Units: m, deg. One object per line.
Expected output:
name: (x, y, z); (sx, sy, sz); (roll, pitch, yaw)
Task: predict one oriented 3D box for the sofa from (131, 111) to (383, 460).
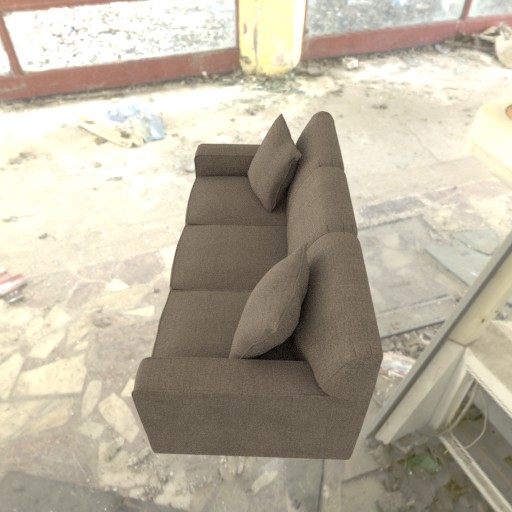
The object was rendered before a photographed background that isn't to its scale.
sofa: (0.000, 0.000, 2.577); (0.997, 0.958, 2.024); (1, 43, 1)
